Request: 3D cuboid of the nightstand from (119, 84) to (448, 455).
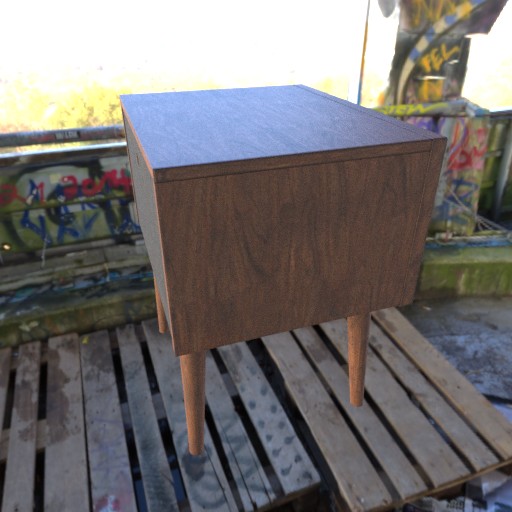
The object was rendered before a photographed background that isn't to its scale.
[{"bbox_3d":[0.000,0.000,0.959,0.445,0.607,0.521,-10,31,-17],"label":"nightstand"}]
